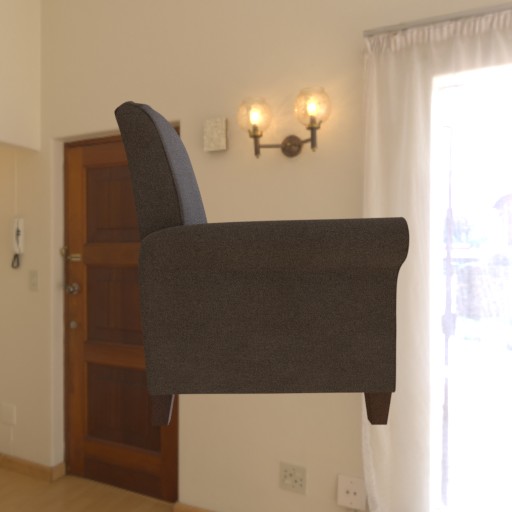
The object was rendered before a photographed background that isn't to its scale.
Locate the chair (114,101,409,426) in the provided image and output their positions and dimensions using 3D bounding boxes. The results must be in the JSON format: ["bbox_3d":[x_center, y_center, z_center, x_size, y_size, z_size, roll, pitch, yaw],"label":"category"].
[{"bbox_3d":[0.000,0.000,1.746,0.905,1.061,0.978,0,0,-1],"label":"chair"}]
